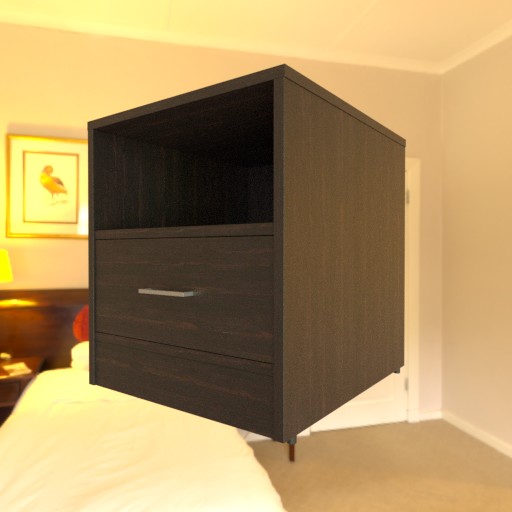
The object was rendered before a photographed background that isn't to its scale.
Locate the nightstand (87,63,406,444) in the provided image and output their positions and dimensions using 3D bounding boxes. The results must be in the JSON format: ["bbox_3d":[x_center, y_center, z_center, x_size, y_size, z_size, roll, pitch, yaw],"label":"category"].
[{"bbox_3d":[0.000,0.000,0.815,0.400,0.460,0.461,1,1,36],"label":"nightstand"}]
